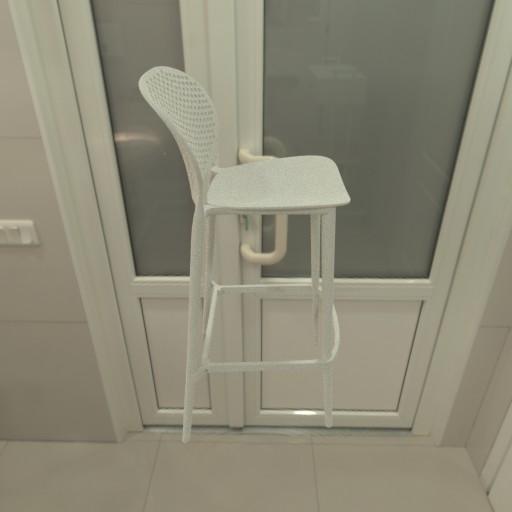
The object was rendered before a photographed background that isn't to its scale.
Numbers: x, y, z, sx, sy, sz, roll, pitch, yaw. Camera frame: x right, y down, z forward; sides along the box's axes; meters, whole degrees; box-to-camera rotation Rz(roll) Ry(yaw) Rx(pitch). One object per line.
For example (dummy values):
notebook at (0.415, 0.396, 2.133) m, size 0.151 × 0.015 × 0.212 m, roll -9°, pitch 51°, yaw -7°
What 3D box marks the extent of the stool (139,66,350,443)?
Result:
stool at (0.000, 0.000, 1.340) m, size 0.535 × 1.045 × 0.536 m, roll 1°, pitch 31°, yaw 1°
